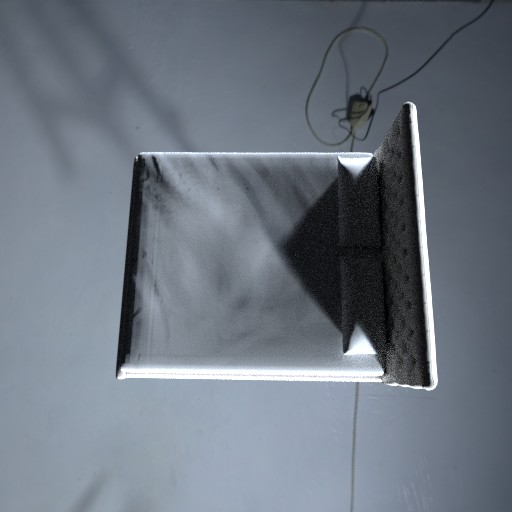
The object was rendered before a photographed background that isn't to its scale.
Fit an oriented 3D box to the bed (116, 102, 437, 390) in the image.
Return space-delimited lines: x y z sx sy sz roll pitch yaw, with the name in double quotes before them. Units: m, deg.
"bed" 0.000 0.000 3.744 2.387 1.427 2.078 1 76 0
